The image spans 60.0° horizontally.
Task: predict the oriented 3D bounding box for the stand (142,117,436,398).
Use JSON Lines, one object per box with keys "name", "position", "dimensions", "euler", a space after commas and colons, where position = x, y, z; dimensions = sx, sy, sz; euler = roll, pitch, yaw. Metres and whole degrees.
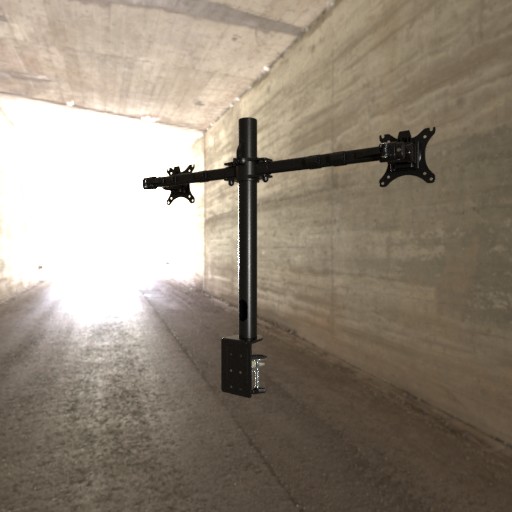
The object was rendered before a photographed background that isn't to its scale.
{"name": "stand", "position": [0.000, 0.000, 1.011], "dimensions": [0.743, 0.603, 0.150], "euler": [0, 1, 36]}
